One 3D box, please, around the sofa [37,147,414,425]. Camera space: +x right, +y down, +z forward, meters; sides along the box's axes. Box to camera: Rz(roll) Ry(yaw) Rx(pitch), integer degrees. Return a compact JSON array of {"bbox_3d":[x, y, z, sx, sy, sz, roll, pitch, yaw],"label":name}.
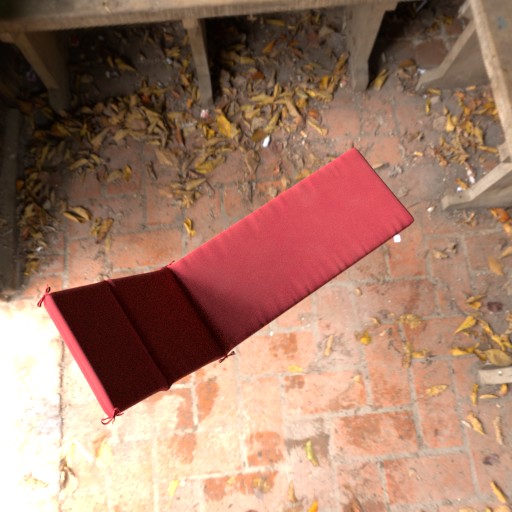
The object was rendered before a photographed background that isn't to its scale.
[{"bbox_3d":[0.000,0.000,1.994,1.663,0.622,0.582,-34,78,-8],"label":"sofa"}]
